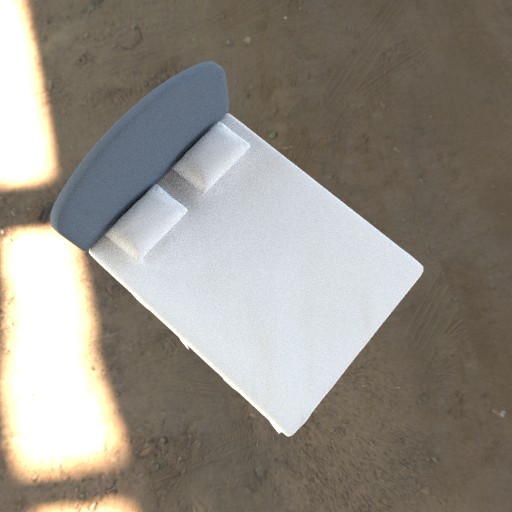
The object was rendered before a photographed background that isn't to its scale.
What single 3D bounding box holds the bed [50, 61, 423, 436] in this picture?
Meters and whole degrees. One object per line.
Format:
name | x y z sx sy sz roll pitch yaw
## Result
bed | 0.000 0.000 3.037 2.005 1.410 1.607 40 79 10
